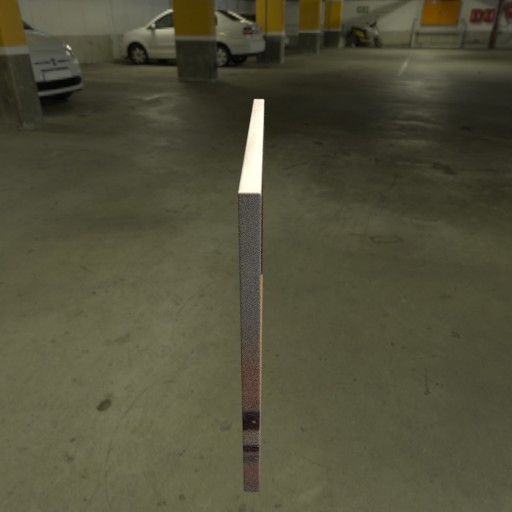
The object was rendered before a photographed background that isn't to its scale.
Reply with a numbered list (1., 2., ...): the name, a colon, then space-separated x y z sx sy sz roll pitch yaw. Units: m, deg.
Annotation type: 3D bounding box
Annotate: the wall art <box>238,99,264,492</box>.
1. wall art: 0.000 0.000 1.346 0.038 0.763 1.015 1 28 1
